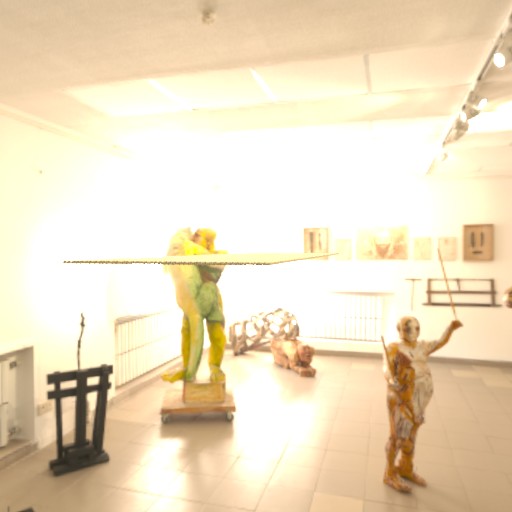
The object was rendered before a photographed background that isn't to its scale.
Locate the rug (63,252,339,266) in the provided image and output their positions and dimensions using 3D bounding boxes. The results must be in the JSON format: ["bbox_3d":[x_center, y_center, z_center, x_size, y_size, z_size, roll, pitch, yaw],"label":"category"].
[{"bbox_3d":[0.000,0.000,2.787,0.795,0.015,2.544,0,1,16],"label":"rug"}]
